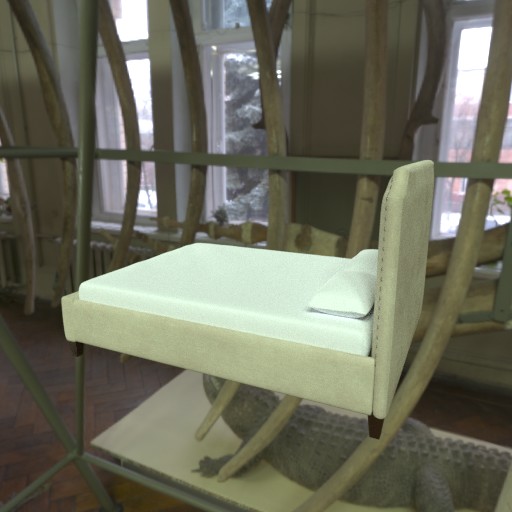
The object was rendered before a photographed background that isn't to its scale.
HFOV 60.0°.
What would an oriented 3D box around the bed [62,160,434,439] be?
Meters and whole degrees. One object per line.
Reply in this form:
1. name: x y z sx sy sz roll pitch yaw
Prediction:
1. bed: 0.000 0.000 3.408 2.372 1.443 1.712 7 15 25
